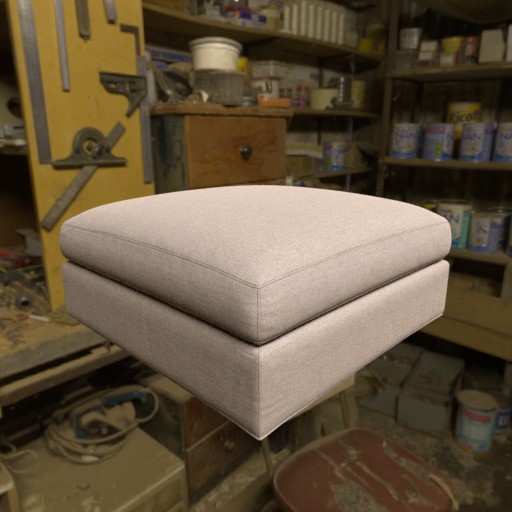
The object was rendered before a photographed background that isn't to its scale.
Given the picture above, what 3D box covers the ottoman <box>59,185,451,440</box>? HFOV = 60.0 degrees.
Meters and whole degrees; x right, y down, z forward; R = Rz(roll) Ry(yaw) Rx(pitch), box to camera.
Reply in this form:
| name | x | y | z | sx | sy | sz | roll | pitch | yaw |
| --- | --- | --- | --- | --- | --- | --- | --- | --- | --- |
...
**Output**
| name | x | y | z | sx | sy | sz | roll | pitch | yaw |
| --- | --- | --- | --- | --- | --- | --- | --- | --- | --- |
| ottoman | 0.000 | 0.000 | 1.624 | 1.041 | 0.470 | 1.041 | 15 | 21 | 43 |
